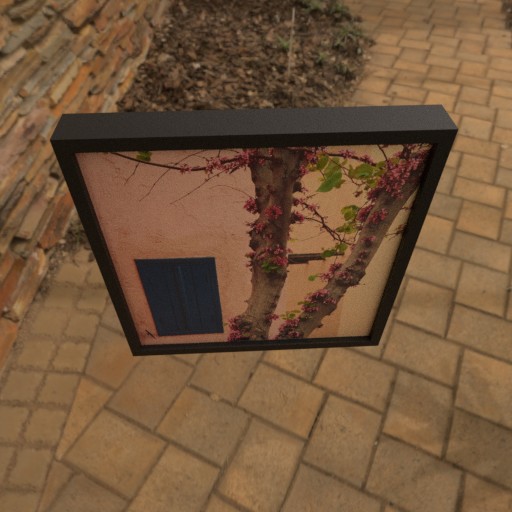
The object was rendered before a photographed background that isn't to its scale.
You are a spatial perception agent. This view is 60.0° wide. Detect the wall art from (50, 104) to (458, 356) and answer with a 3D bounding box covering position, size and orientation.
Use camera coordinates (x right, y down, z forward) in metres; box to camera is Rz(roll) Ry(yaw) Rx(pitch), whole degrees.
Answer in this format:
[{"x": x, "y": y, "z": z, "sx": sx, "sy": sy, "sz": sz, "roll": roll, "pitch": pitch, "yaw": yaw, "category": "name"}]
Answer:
[{"x": 0.000, "y": 0.000, "z": 0.453, "sx": 0.305, "sy": 0.304, "sz": 0.038, "roll": -2, "pitch": 47, "yaw": -2, "category": "wall art"}]
